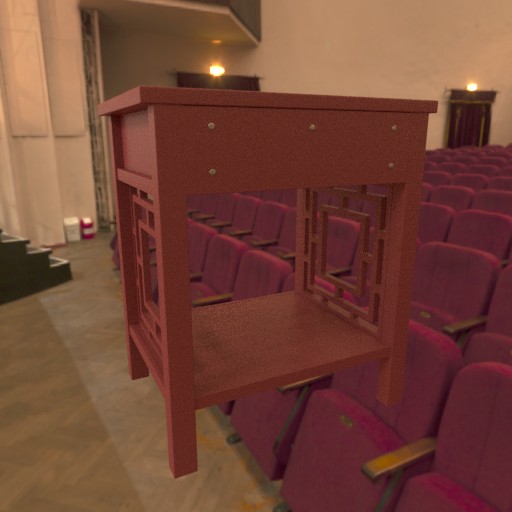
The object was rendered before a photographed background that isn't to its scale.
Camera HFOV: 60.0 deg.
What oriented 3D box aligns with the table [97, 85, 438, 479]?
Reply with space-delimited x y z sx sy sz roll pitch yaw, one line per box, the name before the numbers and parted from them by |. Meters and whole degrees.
table | 0.000 0.000 1.049 0.599 0.686 0.451 -7 17 -26
